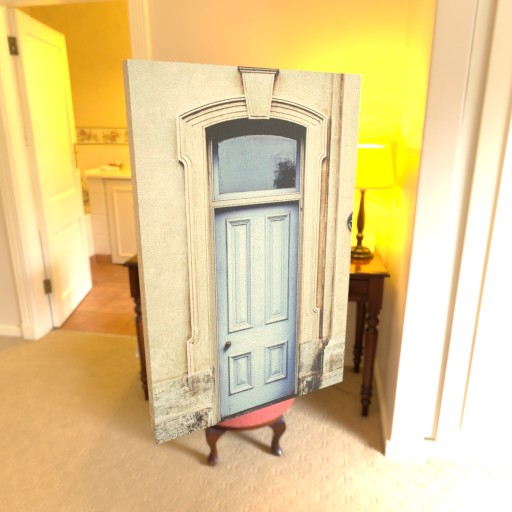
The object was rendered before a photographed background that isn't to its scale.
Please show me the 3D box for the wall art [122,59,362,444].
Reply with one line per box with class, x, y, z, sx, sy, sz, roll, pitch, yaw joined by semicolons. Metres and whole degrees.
wall art;0.000;0.000;0.976;0.508;0.764;0.038;-9;19;-27
